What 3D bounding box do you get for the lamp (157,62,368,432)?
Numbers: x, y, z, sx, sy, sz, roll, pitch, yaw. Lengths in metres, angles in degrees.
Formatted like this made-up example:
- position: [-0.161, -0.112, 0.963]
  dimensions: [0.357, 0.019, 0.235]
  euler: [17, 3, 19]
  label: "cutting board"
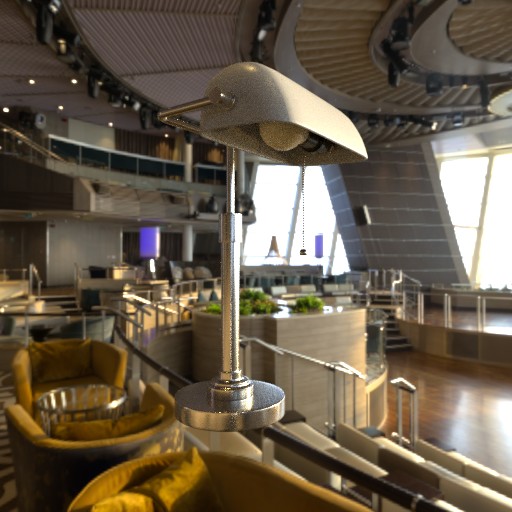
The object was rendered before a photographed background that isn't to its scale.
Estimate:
- position: [0.000, 0.000, 0.556]
  dimensions: [0.227, 0.404, 0.269]
  euler: [0, 0, 36]
  label: "lamp"
